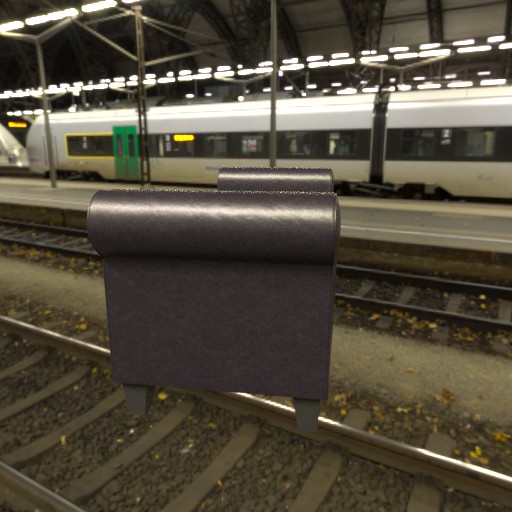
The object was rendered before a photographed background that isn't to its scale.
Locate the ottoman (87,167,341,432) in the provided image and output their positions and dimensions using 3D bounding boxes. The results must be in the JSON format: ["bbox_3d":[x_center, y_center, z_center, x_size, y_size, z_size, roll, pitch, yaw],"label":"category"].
[{"bbox_3d":[0.000,0.000,1.515,0.521,0.547,1.256,2,14,9],"label":"ottoman"}]
